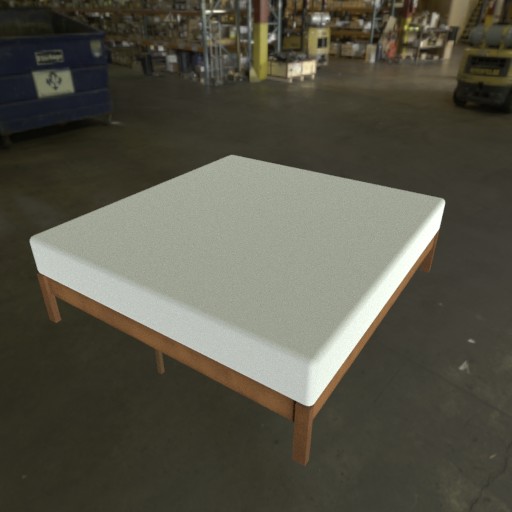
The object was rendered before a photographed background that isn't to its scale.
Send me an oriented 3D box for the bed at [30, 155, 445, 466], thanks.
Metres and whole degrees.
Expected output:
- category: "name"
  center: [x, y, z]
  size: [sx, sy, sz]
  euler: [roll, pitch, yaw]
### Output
- category: "bed"
  center: [0.000, 0.000, 3.064]
  size: [1.930, 0.616, 2.049]
  euler: [18, 35, 29]
